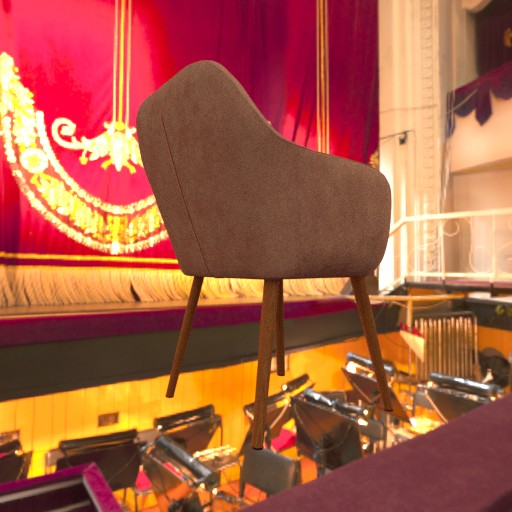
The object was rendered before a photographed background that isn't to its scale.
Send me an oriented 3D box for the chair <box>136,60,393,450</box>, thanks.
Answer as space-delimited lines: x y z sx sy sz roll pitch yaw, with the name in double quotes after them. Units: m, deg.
0.000 0.000 1.231 0.570 0.832 0.610 1 -1 -35 "chair"
